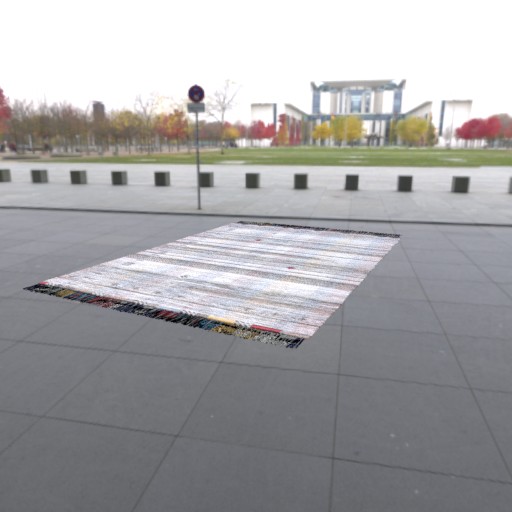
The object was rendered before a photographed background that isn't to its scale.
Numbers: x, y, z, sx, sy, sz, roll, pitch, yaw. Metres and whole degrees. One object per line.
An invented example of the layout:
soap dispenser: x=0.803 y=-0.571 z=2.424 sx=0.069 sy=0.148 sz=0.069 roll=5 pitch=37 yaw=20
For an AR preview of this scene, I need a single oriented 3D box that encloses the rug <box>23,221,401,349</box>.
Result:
rug: x=0.000 y=0.000 z=2.321 sx=1.217 sy=0.012 sz=1.848 roll=7 pitch=16 yaw=26
